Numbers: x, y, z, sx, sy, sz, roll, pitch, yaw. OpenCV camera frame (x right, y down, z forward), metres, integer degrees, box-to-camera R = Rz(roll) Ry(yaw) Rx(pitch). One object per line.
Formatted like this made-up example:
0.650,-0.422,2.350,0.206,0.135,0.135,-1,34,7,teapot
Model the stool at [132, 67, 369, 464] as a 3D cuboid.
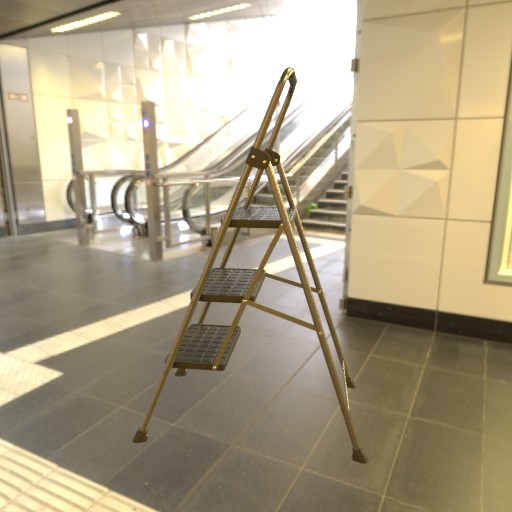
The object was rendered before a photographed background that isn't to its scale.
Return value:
0.000,0.000,1.448,0.733,1.121,0.473,2,13,8,stool
